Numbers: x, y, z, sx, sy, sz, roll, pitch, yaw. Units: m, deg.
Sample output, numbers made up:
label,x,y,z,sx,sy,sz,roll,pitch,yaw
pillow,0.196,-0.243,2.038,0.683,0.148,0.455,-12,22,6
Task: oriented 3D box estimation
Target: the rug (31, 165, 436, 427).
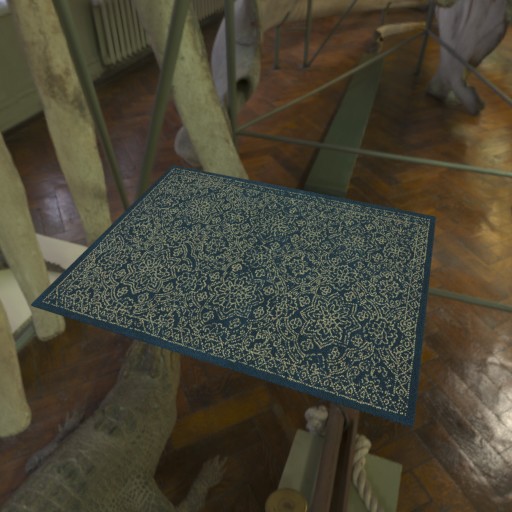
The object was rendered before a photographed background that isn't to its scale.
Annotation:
label,x,y,z,sx,sy,sz,roll,pitch,yaw
rug,0.000,0.000,4.091,3.048,0.010,2.438,14,43,15
